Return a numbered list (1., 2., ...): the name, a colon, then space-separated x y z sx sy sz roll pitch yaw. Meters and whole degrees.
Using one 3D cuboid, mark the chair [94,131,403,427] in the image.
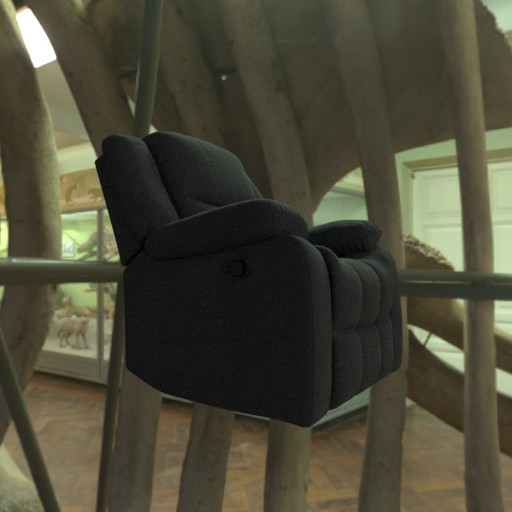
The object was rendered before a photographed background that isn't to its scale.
1. chair: 0.000 0.000 1.721 0.944 1.008 0.899 -1 -1 35
